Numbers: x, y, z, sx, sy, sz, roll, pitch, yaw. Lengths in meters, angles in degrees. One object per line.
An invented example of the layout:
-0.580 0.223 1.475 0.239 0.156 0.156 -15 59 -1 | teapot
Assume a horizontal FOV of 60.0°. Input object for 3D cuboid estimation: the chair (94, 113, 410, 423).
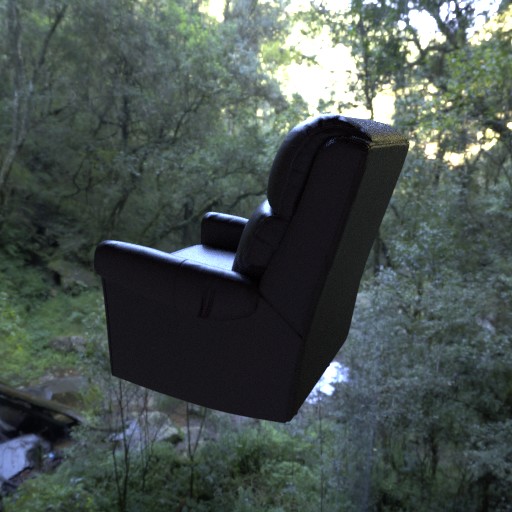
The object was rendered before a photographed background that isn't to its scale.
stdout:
0.000 0.000 1.775 1.014 1.054 0.838 7 17 26 | chair
